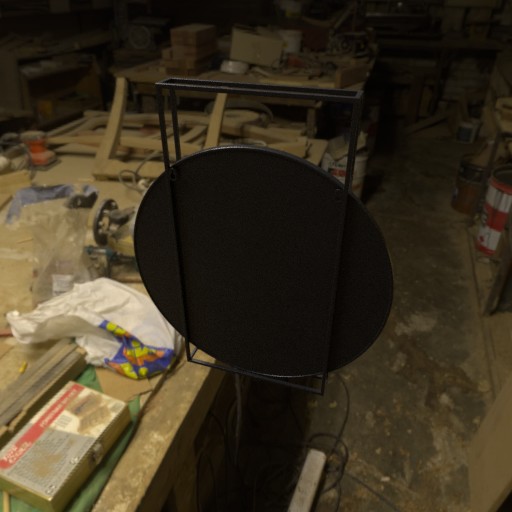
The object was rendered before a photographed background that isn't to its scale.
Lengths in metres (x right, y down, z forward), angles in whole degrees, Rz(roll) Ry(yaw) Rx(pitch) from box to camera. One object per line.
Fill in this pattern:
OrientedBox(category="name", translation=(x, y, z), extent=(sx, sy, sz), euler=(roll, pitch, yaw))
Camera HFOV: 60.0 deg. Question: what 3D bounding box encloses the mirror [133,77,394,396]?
OrientedBox(category="mirror", translation=(0.000, 0.000, 0.829), extent=(0.508, 0.603, 0.051), euler=(10, 34, 15))
